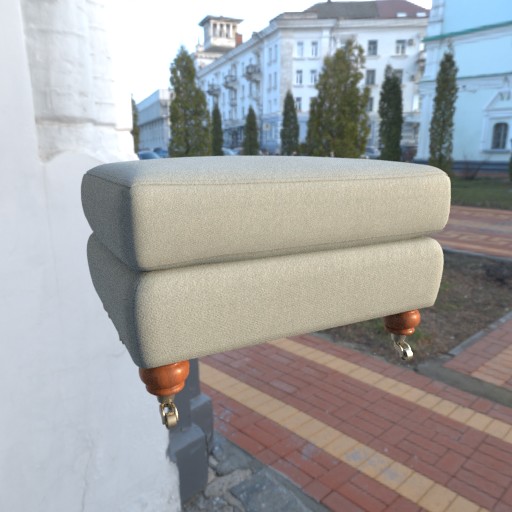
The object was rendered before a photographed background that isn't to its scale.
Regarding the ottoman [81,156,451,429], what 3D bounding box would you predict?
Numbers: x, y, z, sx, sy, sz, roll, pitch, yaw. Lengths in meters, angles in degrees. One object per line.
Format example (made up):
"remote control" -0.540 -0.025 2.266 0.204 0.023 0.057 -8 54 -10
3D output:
"ottoman" 0.000 0.000 1.134 0.773 0.499 0.569 -7 15 -26
